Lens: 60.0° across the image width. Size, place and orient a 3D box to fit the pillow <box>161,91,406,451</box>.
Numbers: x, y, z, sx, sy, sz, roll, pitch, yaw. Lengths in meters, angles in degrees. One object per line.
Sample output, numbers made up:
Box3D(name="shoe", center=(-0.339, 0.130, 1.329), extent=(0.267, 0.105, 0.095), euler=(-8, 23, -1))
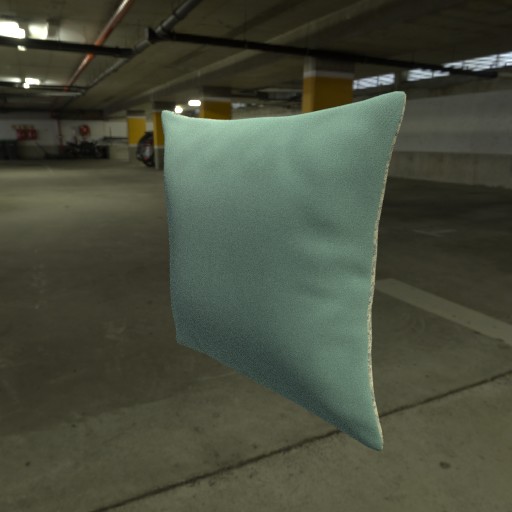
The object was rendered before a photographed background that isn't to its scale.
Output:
Box3D(name="pillow", center=(0.000, 0.000, 0.774), extent=(0.166, 0.507, 0.526), euler=(-14, 20, -42))
